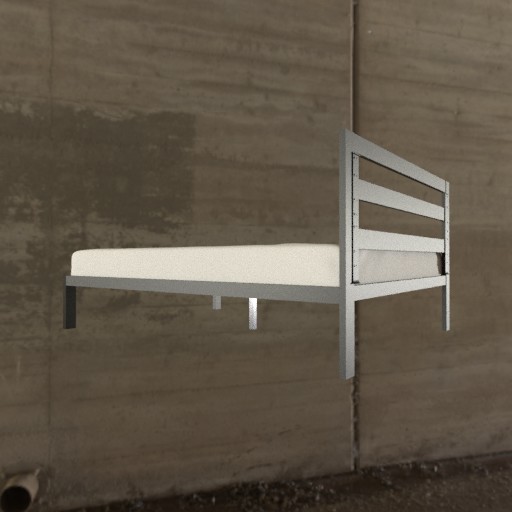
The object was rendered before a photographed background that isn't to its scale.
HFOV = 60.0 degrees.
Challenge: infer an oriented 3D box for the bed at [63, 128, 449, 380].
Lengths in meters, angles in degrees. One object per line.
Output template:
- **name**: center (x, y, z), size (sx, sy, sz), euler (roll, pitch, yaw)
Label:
- **bed**: center (0.000, 0.000, 2.926), size (2.062, 0.967, 1.524), euler (0, 0, 37)
